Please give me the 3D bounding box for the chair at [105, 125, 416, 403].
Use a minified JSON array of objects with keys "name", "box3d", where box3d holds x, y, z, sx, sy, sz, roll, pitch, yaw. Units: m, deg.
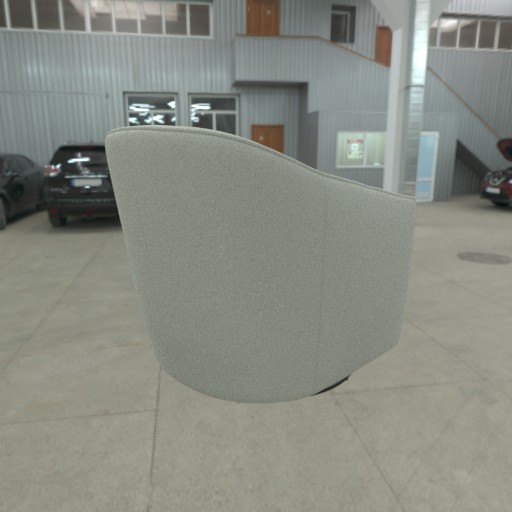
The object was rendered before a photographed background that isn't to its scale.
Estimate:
[{"name":"chair","box3d":[0.000,0.000,1.457,0.875,0.799,0.747,-13,19,-43]}]
